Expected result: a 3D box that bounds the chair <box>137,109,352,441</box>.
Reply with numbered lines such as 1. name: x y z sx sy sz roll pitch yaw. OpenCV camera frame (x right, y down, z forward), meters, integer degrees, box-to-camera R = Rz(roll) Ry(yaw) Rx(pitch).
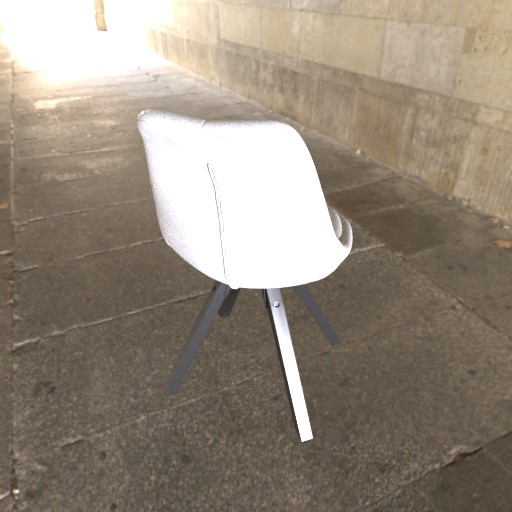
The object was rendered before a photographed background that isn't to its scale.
1. chair: 0.000 0.000 1.179 0.485 0.850 0.550 11 33 17
